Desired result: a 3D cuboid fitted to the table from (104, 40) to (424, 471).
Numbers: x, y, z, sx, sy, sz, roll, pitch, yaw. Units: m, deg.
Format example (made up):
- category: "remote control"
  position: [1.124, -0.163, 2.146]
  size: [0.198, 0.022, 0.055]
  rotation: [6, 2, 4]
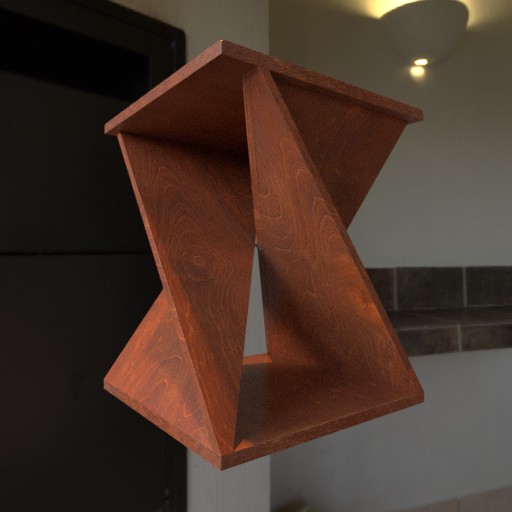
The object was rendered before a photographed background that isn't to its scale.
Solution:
- category: "table"
  position: [0.000, 0.000, 0.831]
  size: [0.427, 0.520, 0.427]
  rotation: [0, -1, -37]
